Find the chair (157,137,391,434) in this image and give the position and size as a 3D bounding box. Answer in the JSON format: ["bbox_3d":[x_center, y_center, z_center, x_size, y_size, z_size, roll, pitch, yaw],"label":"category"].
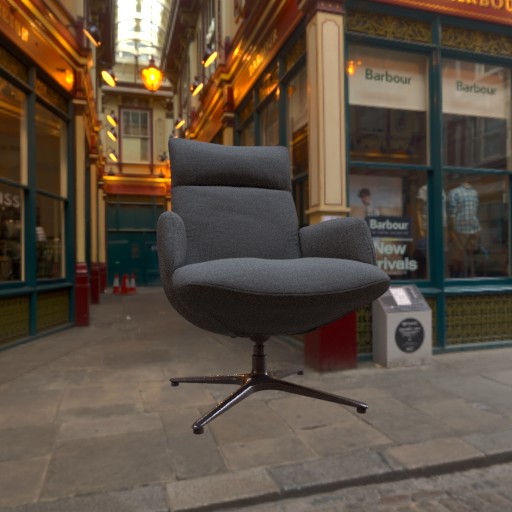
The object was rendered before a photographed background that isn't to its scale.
[{"bbox_3d":[0.000,0.000,1.581,0.702,0.984,0.831,0,0,-18],"label":"chair"}]
